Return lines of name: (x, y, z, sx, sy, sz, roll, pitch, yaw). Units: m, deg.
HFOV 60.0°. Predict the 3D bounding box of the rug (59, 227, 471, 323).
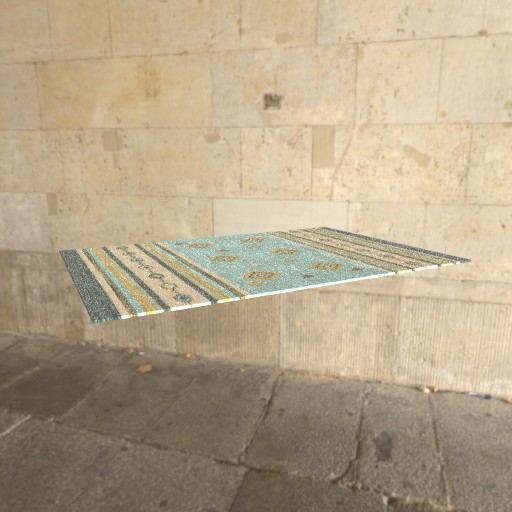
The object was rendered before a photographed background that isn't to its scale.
rug: (0.000, 0.000, 2.337, 1.811, 0.010, 1.212, -7, 14, -27)
